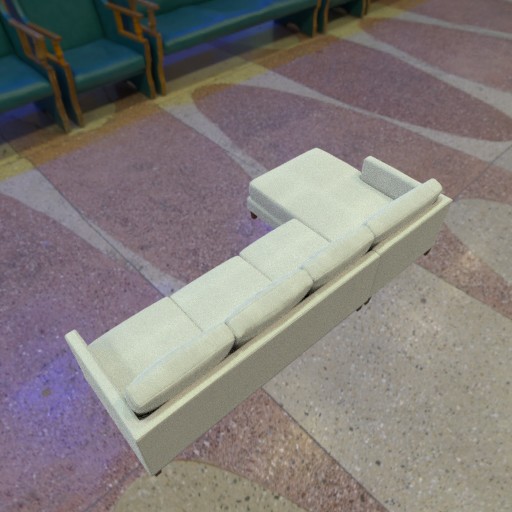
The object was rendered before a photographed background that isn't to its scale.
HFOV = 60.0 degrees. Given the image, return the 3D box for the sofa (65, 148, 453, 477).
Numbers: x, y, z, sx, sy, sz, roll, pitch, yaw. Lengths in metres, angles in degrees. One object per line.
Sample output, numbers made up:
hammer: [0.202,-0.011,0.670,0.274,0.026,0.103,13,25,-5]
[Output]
sofa: [0.000,0.000,3.740,3.186,0.861,1.625,-32,54,-27]
